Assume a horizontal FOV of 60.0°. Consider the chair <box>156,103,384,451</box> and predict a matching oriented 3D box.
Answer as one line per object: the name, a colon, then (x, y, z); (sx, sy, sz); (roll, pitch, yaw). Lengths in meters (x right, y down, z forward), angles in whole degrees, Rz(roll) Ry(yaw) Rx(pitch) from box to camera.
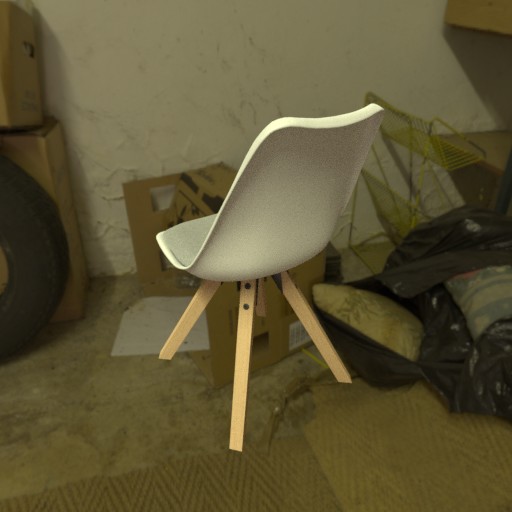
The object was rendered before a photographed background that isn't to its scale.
chair: (0.000, 0.000, 1.219); (0.485, 0.850, 0.550); (-19, 34, -31)
